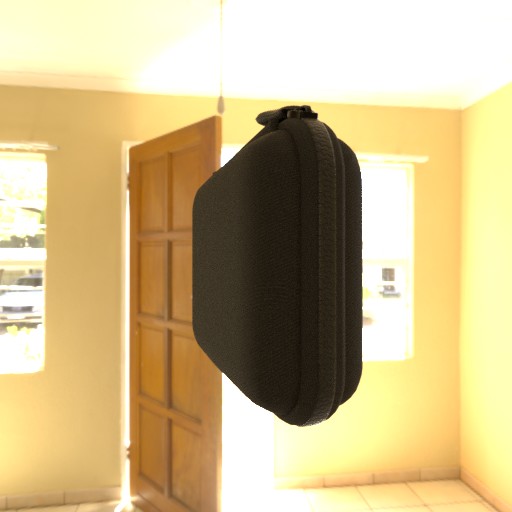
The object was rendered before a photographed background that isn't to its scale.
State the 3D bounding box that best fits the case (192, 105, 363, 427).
[{"bbox_3d":[0.000,0.000,0.183,0.038,0.105,0.132,0,0,-17],"label":"case"}]
